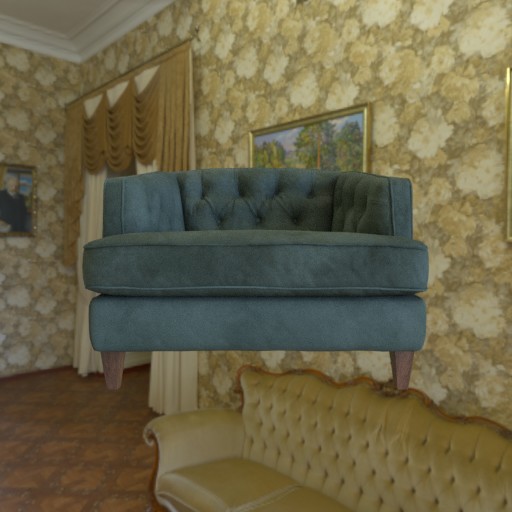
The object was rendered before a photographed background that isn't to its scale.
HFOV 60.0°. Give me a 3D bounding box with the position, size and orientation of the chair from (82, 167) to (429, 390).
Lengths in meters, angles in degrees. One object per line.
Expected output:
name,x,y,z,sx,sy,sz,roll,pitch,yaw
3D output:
chair,0.000,0.000,1.799,1.104,0.852,0.941,0,1,0
